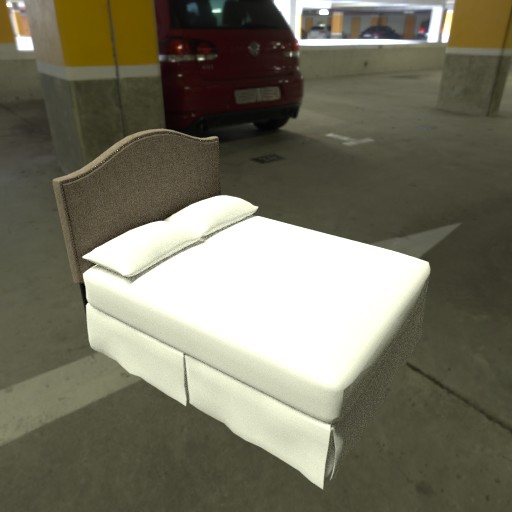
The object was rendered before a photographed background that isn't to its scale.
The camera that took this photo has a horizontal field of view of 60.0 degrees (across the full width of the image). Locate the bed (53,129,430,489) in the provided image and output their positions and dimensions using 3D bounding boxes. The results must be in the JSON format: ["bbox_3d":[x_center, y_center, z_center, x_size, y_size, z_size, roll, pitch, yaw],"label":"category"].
[{"bbox_3d":[0.000,0.000,3.162,2.153,1.518,1.713,18,32,31],"label":"bed"}]
